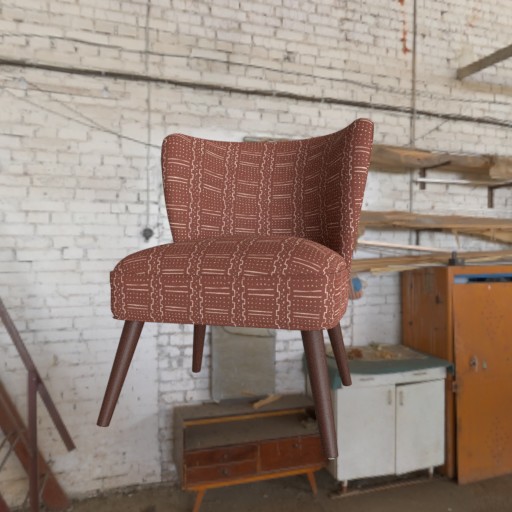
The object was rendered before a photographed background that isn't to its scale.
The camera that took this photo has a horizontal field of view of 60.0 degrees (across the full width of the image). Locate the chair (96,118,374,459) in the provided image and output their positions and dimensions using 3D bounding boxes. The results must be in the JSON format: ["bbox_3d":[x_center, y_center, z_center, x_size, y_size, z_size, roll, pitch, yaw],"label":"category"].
[{"bbox_3d":[0.000,0.000,1.383,0.706,0.866,0.758,0,1,17],"label":"chair"}]
